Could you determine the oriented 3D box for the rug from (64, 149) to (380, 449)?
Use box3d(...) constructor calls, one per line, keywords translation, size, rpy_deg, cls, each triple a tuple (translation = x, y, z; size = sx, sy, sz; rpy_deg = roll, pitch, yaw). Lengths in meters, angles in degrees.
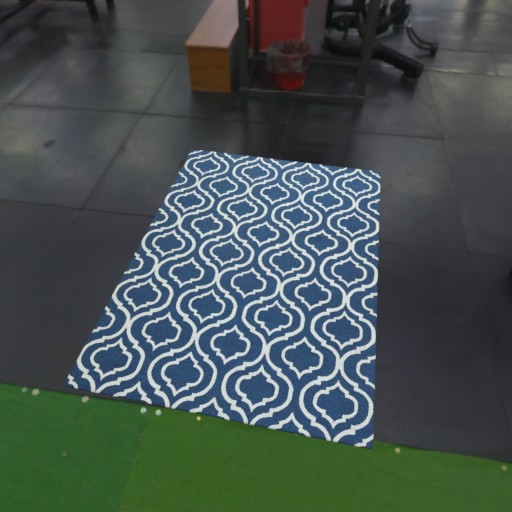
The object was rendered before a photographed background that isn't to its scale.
box3d(translation=(0.000, 0.000, 2.823), size=(1.524, 0.010, 2.134), rpy_deg=(9, 47, 8), cls="rug")
